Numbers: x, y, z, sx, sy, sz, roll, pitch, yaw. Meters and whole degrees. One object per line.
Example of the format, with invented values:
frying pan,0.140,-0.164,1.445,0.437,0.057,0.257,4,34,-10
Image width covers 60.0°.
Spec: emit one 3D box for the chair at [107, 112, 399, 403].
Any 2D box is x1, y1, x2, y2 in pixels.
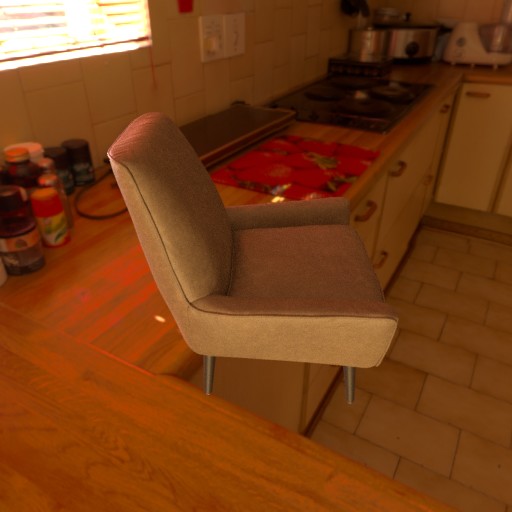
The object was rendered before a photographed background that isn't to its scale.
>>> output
chair,0.000,0.000,1.554,0.824,0.888,0.787,0,32,0
